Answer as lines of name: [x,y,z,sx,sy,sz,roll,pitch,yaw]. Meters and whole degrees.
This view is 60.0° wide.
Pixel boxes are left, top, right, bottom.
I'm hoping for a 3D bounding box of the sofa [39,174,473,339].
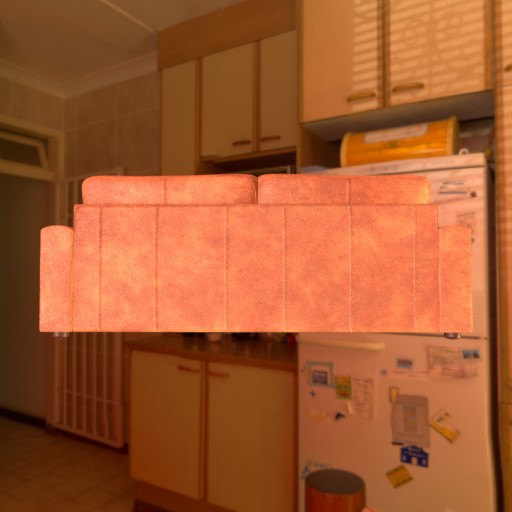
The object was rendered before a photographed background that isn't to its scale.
sofa: [0.000,0.000,2.729,2.179,0.873,1.016,0,-1,1]
